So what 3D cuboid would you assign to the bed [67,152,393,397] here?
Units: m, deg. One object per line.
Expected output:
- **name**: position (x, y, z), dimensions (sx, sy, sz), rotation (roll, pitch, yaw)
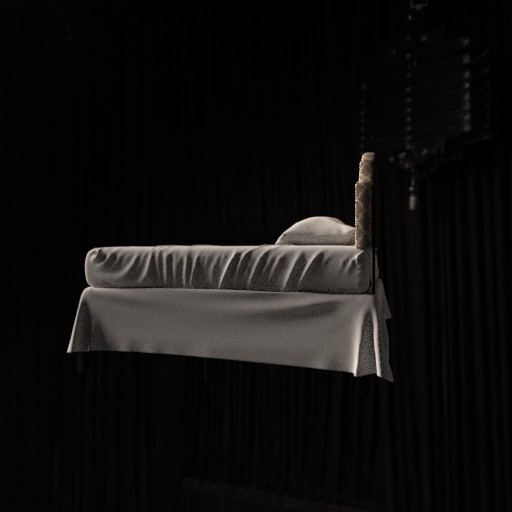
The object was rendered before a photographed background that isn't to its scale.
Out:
- **bed**: position (0.000, 0.000, 3.771), dimensions (2.222, 1.601, 2.314), rotation (0, 0, 17)
